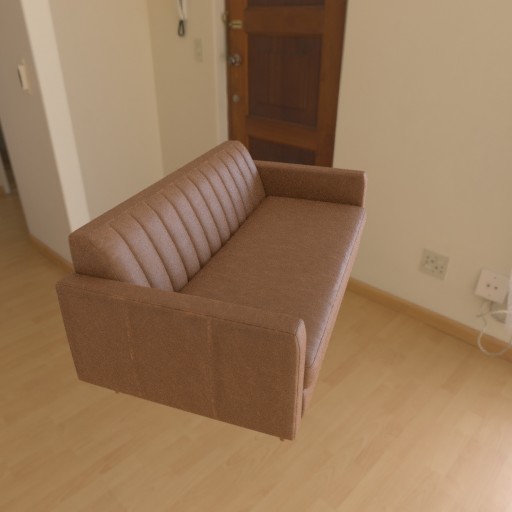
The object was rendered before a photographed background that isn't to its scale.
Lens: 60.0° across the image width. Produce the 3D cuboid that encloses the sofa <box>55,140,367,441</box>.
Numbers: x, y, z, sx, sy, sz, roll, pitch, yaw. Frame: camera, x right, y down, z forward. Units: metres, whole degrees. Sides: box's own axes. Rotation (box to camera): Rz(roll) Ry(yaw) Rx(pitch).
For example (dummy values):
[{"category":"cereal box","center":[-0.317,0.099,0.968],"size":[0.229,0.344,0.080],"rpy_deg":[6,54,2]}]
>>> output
[{"category":"sofa","center":[0.000,0.000,2.390],"size":[0.993,0.821,1.847],"rpy_deg":[9,30,17]}]
